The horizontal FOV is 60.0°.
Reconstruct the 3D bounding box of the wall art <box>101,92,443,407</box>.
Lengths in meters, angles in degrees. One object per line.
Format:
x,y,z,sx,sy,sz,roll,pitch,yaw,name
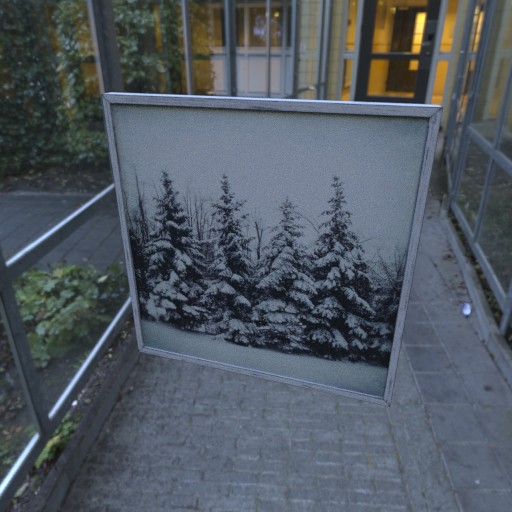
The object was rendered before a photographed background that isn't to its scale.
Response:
0.000,0.000,1.131,0.761,0.761,0.037,8,27,16,wall art
